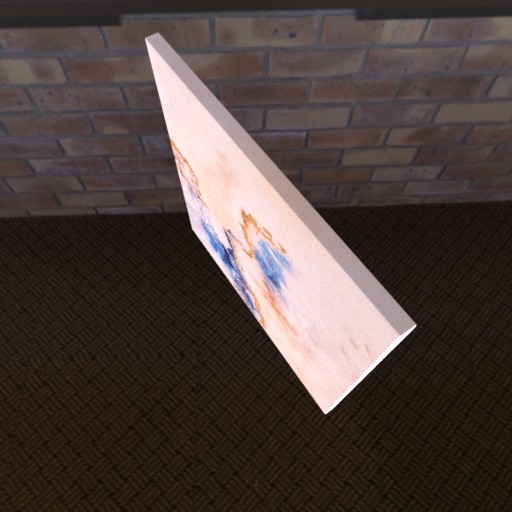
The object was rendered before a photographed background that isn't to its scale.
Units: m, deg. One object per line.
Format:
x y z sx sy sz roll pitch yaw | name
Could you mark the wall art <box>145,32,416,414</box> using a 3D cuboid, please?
0.000 0.000 1.288 0.038 0.889 0.889 -31 67 -15 | wall art
